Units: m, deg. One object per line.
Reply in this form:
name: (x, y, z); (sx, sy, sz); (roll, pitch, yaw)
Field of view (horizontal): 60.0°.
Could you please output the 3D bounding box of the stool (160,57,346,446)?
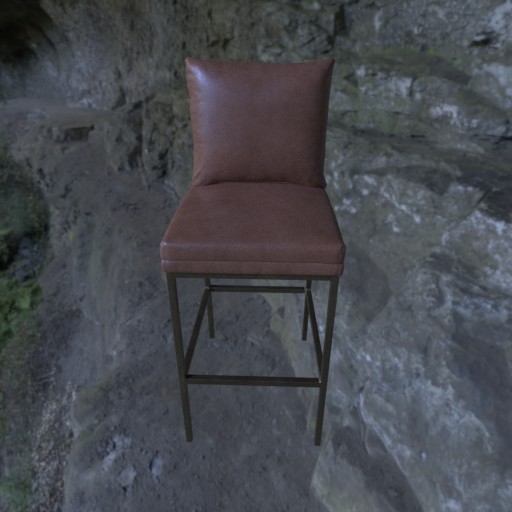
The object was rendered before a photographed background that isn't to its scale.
stool: (0.000, 0.000, 1.417); (0.463, 1.124, 0.571); (1, 30, 2)
